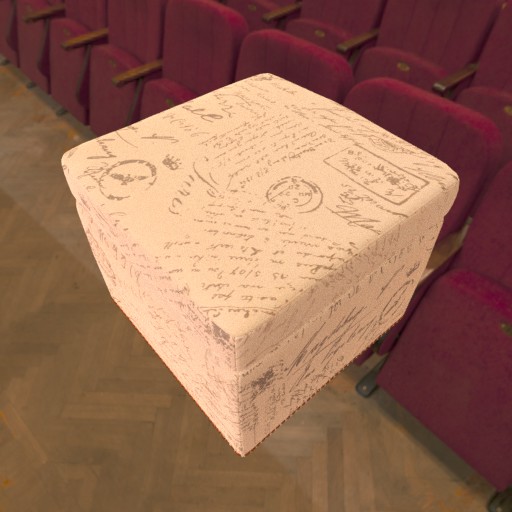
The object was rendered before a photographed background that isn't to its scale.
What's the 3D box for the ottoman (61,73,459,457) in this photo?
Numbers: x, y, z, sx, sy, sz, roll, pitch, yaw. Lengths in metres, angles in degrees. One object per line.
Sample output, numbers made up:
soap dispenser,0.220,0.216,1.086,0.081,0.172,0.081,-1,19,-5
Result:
ottoman,0.000,0.000,0.818,0.450,0.457,0.449,-33,56,-26
